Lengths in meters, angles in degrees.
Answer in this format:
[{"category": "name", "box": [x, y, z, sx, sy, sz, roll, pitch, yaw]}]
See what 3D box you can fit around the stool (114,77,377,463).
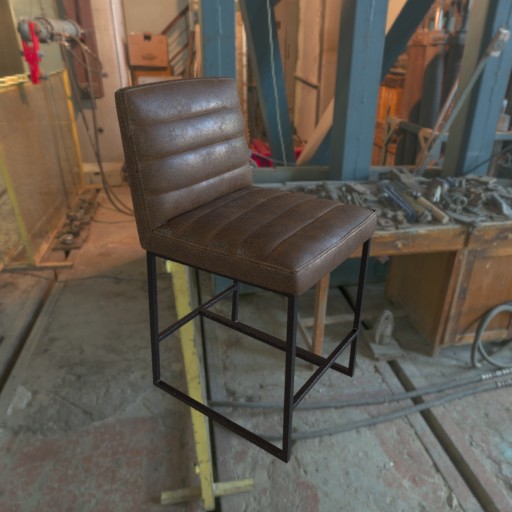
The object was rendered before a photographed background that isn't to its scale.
[{"category": "stool", "box": [0.000, 0.000, 1.297, 0.562, 0.942, 0.463, 18, 31, 31]}]
